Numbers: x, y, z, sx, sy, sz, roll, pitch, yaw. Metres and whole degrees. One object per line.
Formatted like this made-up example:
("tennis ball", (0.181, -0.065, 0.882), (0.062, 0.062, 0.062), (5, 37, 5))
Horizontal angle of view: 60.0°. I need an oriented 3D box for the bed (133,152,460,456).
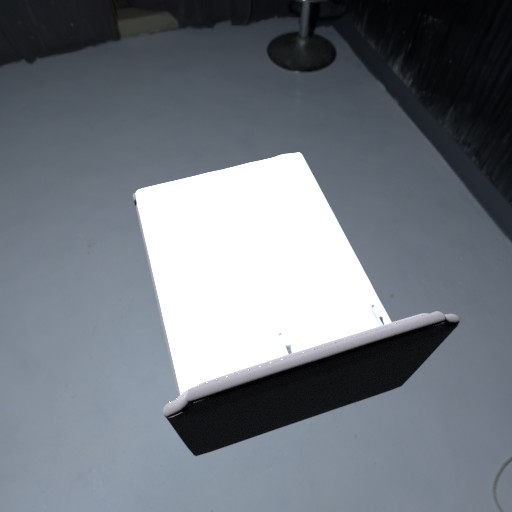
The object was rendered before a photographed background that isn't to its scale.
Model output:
("bed", (0.000, 0.000, 3.466), (1.713, 1.443, 2.372), (-15, 58, -10))
